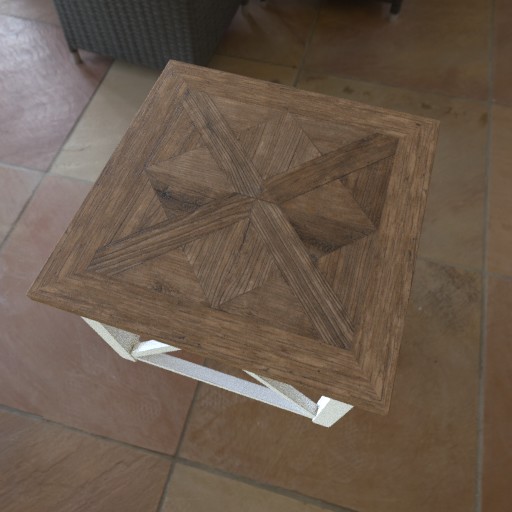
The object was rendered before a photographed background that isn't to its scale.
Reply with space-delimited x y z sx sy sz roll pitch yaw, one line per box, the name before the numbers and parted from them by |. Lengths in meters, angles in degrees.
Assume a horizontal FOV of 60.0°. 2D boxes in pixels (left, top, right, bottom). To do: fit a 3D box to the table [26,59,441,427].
table | 0.000 0.000 1.187 0.700 0.532 0.700 16 63 8
